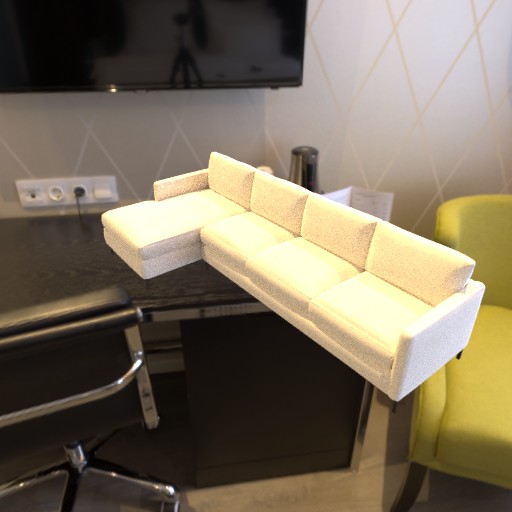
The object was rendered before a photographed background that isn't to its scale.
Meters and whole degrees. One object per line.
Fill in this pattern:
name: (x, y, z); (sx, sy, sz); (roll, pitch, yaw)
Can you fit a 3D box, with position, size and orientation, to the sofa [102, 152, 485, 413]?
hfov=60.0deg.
sofa: (0.000, 0.000, 3.729); (1.467, 0.875, 3.186); (-22, 37, -33)
